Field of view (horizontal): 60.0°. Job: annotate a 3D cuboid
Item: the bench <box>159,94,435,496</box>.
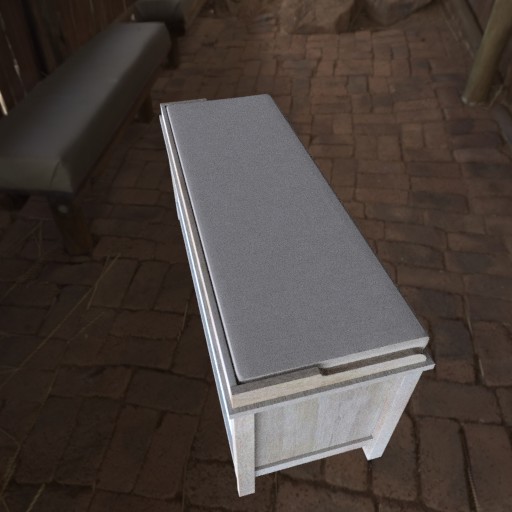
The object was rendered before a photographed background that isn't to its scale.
[{"bbox_3d":[0.000,0.000,1.335,0.398,0.501,1.140,-10,45,-11],"label":"bench"}]
